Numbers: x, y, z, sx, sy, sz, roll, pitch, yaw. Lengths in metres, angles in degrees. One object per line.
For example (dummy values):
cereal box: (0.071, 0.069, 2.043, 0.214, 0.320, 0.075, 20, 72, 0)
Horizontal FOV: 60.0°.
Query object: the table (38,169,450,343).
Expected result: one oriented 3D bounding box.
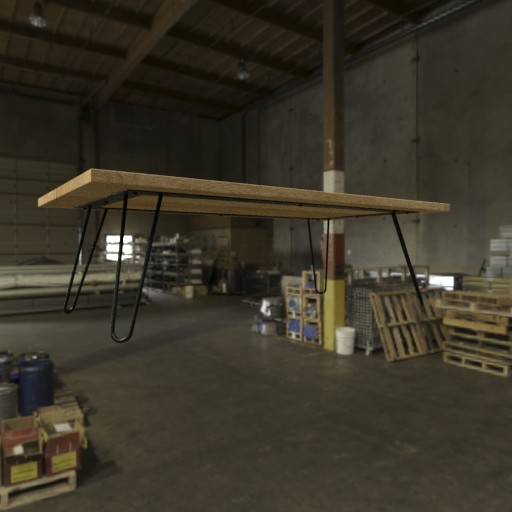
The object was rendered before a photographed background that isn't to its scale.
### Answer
table: (0.000, 0.000, 1.630, 1.348, 0.400, 0.699, -1, 1, -35)
